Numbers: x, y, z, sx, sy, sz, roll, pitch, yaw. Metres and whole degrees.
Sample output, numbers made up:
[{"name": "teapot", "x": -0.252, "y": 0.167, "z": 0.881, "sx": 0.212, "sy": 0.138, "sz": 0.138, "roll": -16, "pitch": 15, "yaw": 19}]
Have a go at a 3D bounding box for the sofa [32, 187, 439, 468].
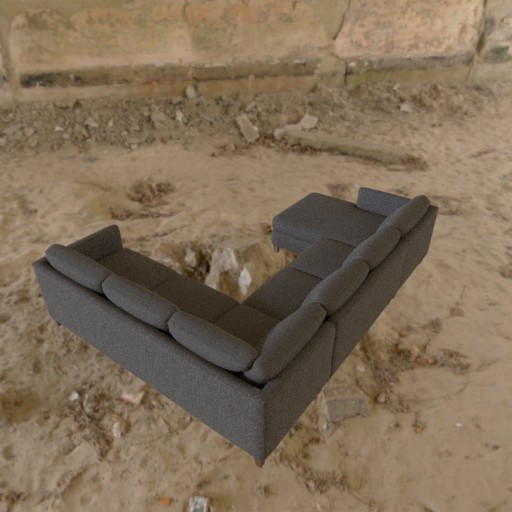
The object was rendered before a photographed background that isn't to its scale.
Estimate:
[{"name": "sofa", "x": 0.000, "y": 0.000, "z": 4.439, "sx": 2.551, "sy": 0.853, "sz": 3.238, "roll": 22, "pitch": 39, "yaw": 30}]
